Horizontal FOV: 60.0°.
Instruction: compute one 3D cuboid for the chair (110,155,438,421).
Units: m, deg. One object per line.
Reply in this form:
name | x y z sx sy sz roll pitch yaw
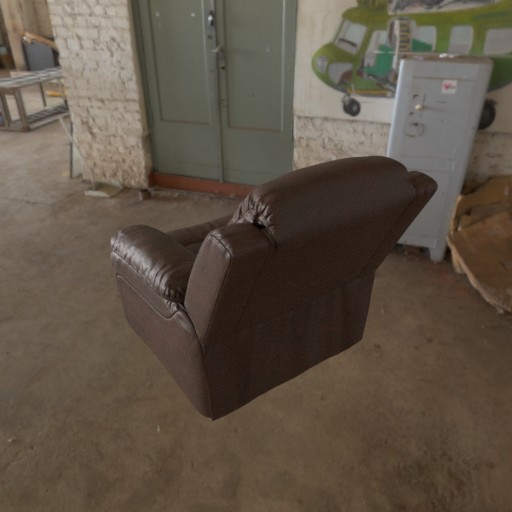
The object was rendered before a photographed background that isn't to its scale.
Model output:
chair | 0.000 0.000 1.289 0.680 0.702 0.707 -19 36 -30
